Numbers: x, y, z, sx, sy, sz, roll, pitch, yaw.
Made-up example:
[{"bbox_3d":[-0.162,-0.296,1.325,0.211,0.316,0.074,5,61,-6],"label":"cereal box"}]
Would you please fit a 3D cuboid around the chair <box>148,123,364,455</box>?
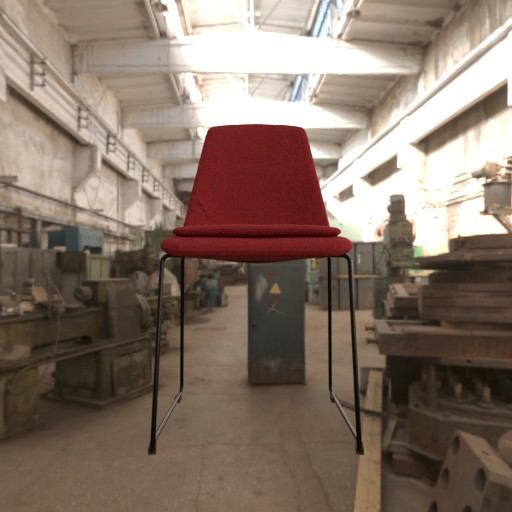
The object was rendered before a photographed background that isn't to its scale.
[{"bbox_3d":[0.000,0.000,1.181,0.479,0.858,0.518,0,-1,0],"label":"chair"}]
